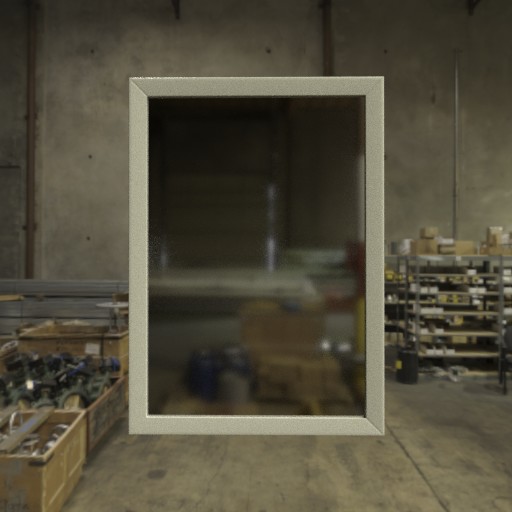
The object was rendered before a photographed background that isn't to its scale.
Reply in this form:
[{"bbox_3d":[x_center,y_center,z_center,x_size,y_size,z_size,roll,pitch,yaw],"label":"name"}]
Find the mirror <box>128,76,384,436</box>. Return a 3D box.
[{"bbox_3d":[0.000,0.000,0.899,0.507,0.710,0.040,0,0,1],"label":"mirror"}]
